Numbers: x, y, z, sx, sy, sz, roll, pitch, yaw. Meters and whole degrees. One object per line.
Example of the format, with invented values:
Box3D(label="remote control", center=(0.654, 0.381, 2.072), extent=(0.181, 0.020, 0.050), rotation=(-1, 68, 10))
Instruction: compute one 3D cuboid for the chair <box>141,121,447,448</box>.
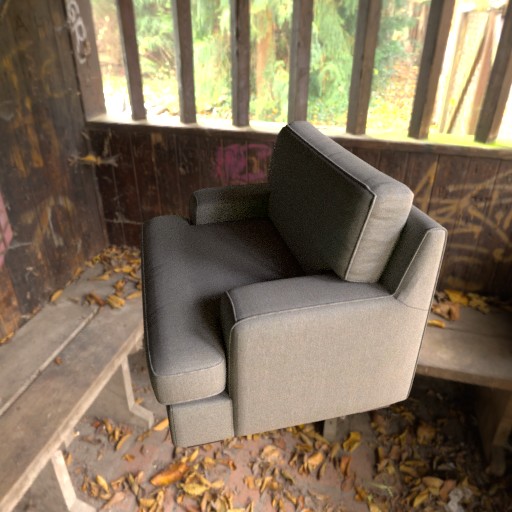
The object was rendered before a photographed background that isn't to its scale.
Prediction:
Box3D(label="chair", center=(0.000, 0.000, 2.023), extent=(1.043, 0.974, 1.270), rotation=(-7, 30, -12))
